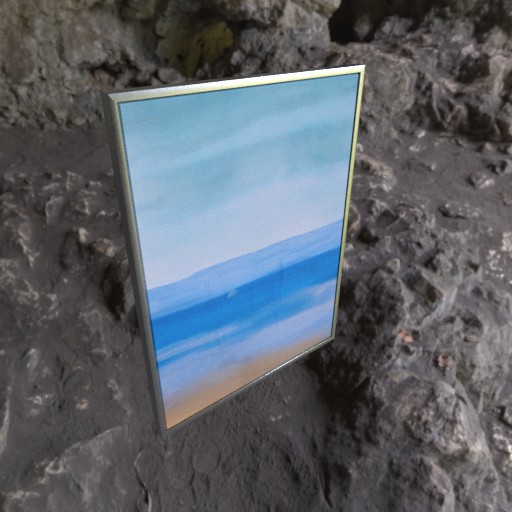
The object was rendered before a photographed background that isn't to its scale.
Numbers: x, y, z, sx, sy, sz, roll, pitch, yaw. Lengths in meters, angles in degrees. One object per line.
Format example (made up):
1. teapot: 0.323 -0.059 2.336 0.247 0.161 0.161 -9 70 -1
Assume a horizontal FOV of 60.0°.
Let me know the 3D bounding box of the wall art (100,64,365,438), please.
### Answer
1. wall art: 0.000 0.000 1.399 0.803 1.062 0.041 -21 36 -32
